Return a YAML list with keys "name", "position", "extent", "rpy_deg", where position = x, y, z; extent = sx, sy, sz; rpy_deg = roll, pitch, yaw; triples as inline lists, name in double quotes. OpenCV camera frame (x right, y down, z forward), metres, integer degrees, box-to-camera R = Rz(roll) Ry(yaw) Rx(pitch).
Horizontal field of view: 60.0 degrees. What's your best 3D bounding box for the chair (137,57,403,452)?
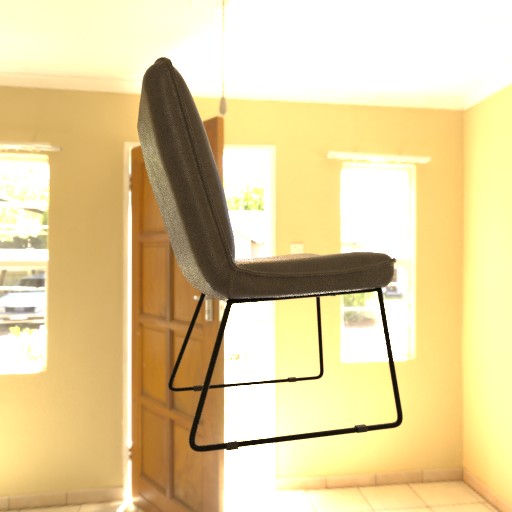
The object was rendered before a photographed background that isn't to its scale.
- name: "chair"
  position: [0.000, 0.000, 1.345]
  extent: [0.688, 0.932, 0.515]
  rpy_deg: [0, 0, -17]
